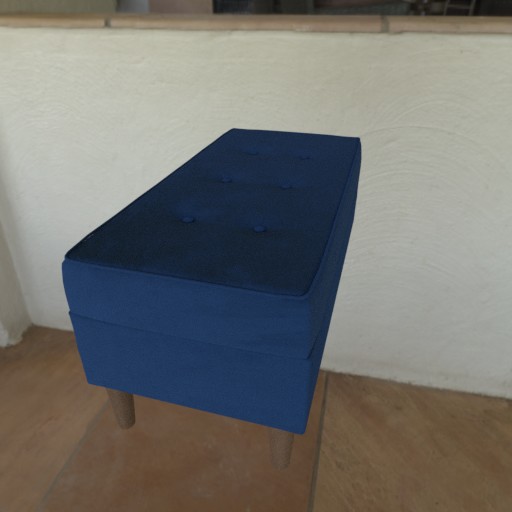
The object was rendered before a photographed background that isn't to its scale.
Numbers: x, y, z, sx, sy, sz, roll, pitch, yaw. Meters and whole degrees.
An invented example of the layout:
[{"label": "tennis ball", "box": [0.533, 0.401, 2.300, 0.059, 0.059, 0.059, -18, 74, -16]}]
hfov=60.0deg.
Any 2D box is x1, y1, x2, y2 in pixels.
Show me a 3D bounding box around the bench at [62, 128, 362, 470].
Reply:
[{"label": "bench", "box": [0.000, 0.000, 1.272, 0.489, 0.467, 1.010, 8, 31, 14]}]
